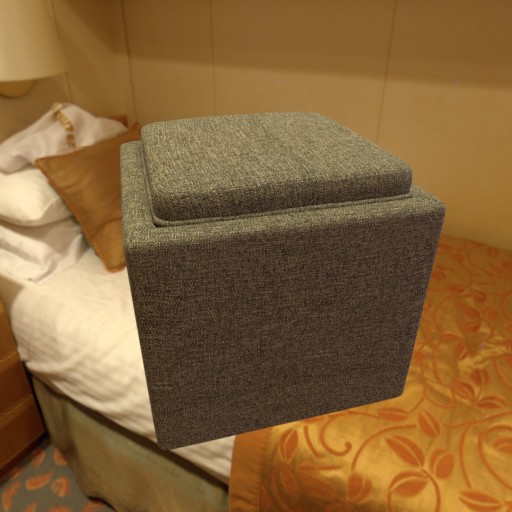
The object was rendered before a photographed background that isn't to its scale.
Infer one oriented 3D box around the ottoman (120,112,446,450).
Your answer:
[{"bbox_3d":[0.000,0.000,0.843,0.450,0.460,0.450,-8,31,-13],"label":"ottoman"}]
